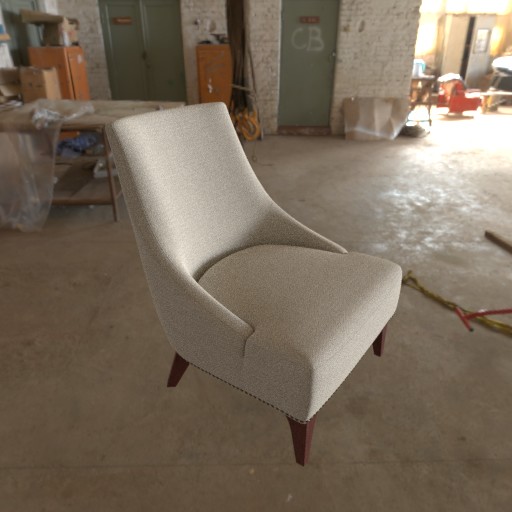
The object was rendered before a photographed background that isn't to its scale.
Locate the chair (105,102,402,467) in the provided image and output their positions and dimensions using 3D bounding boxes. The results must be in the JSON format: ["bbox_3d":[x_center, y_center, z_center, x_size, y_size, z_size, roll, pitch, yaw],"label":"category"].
[{"bbox_3d":[0.000,0.000,1.531,0.861,0.909,0.701,18,32,31],"label":"chair"}]
